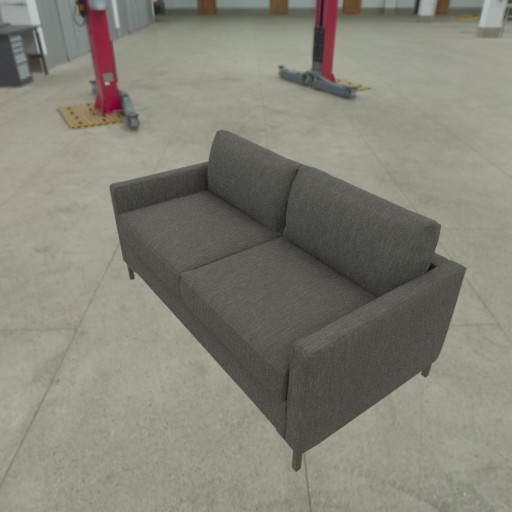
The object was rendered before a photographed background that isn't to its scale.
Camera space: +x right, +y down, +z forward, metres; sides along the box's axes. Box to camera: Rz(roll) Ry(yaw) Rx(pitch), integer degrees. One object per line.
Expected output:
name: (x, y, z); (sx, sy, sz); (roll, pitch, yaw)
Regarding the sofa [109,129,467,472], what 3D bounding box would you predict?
sofa: (0.000, 0.000, 2.202); (0.875, 0.840, 1.682); (-21, 38, -30)
